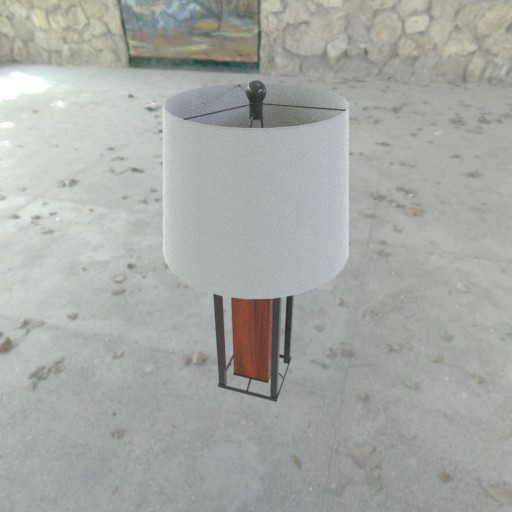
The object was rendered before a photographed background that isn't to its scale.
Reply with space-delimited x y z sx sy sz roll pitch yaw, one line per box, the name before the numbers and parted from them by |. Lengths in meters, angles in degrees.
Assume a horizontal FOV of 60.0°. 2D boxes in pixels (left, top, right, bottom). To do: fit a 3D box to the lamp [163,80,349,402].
lamp | 0.000 0.000 0.788 0.320 0.591 0.320 0 32 0
